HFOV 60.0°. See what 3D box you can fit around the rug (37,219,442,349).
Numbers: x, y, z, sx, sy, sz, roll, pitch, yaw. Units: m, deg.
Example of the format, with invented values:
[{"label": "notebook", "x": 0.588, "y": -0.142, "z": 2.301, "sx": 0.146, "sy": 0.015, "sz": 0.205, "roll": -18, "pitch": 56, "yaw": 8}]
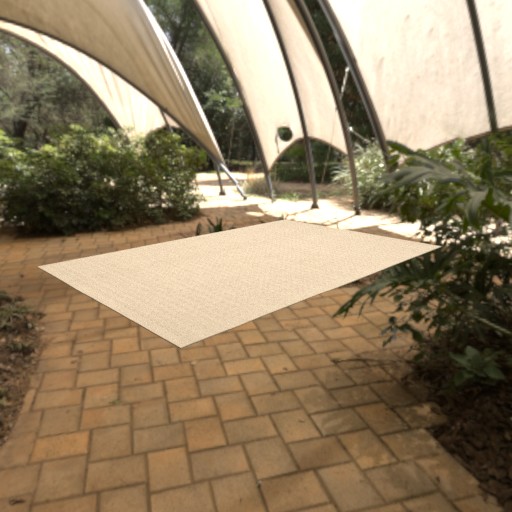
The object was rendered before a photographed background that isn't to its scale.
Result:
[{"label": "rug", "x": 0.000, "y": 0.000, "z": 2.973, "sx": 2.289, "sy": 0.006, "sz": 1.523, "roll": -14, "pitch": 21, "yaw": -43}]
